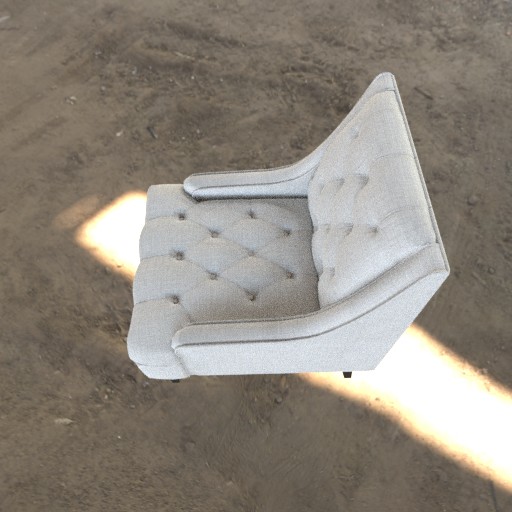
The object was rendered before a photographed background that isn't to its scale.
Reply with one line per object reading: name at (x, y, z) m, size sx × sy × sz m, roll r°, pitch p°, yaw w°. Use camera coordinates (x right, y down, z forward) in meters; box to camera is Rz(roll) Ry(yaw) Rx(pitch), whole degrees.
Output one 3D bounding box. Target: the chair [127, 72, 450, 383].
chair at (0.000, 0.000, 1.412) m, size 0.772 × 0.891 × 0.658 m, roll -1°, pitch 59°, yaw -1°
